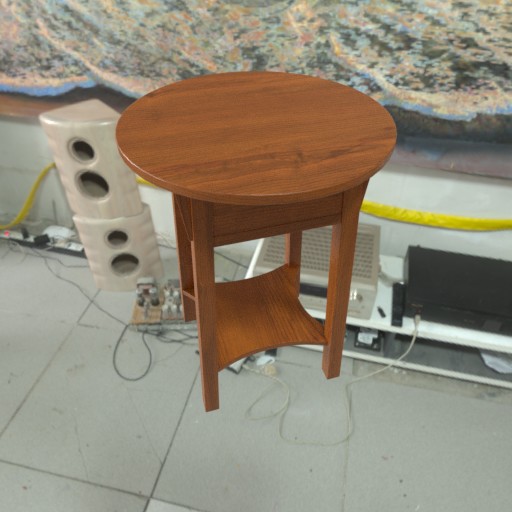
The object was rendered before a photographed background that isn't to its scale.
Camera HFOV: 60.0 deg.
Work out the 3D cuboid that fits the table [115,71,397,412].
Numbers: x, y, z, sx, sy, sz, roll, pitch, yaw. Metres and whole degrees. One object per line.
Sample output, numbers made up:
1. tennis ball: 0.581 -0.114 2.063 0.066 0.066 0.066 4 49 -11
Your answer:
1. table: 0.000 0.000 0.939 0.457 0.610 0.457 0 41 0
